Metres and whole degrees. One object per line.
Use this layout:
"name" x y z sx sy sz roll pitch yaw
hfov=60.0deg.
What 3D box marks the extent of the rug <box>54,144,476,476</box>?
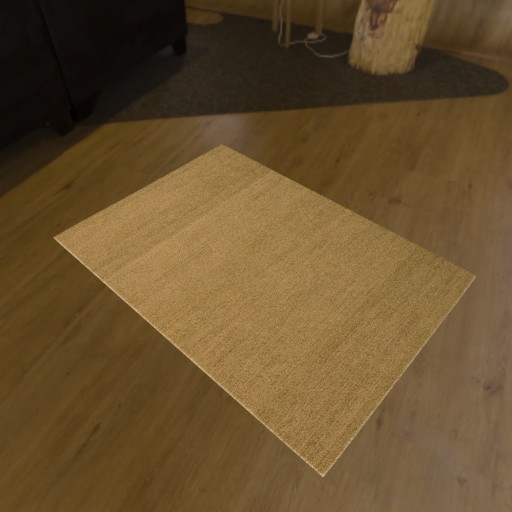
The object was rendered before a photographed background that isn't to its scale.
"rug" 0.000 0.000 5.008 3.935 0.025 2.782 33 54 28
